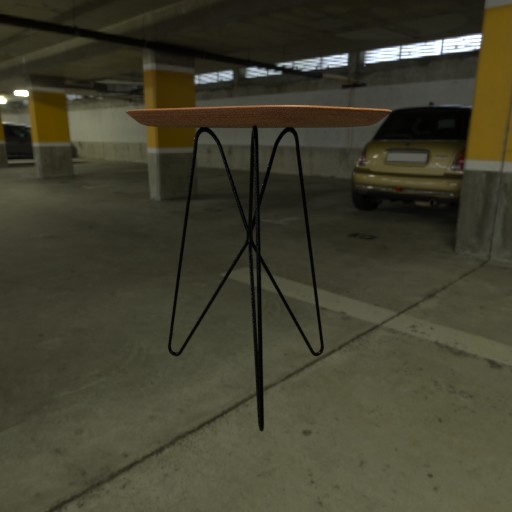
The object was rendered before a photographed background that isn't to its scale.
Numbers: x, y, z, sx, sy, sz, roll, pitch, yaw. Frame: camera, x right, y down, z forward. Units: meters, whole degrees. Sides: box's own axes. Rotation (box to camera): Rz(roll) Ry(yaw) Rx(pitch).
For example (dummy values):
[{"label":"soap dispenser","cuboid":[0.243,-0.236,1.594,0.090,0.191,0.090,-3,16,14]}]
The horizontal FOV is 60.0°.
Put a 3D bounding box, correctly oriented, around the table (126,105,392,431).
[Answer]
[{"label":"table","cuboid":[0.000,0.000,0.915,0.500,0.562,0.400,8,17,26]}]
